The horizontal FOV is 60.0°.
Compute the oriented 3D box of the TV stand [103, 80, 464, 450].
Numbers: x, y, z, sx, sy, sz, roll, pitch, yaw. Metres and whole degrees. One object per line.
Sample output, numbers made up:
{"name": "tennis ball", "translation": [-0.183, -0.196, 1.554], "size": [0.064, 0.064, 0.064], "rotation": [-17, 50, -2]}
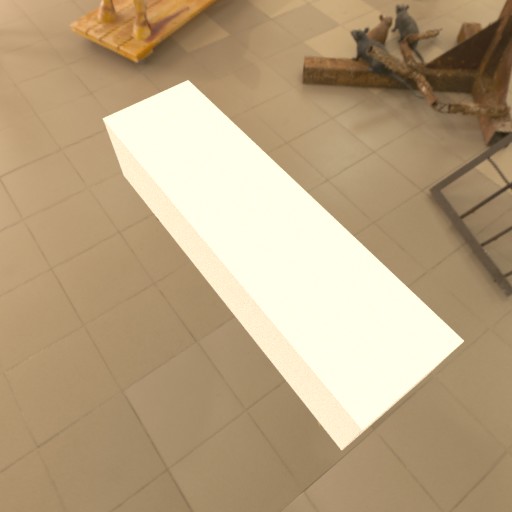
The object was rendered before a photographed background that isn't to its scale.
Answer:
{"name": "TV stand", "translation": [0.000, 0.000, 1.679], "size": [0.401, 0.560, 1.398], "rotation": [-32, 63, -19]}
